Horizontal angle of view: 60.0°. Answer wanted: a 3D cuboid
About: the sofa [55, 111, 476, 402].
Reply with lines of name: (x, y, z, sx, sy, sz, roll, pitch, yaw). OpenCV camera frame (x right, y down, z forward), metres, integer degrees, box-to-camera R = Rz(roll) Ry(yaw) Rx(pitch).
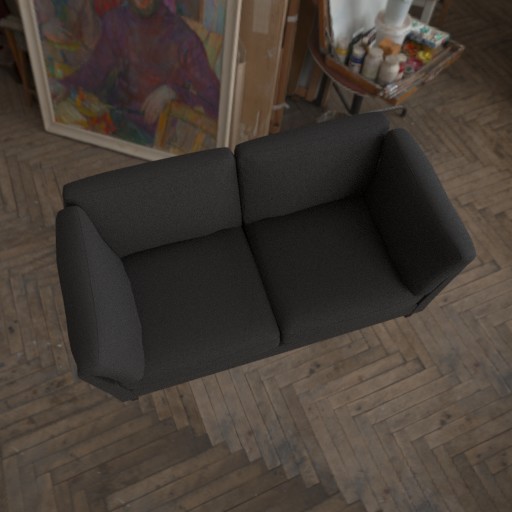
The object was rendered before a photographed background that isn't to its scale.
sofa: (0.000, 0.000, 2.281, 1.751, 0.920, 0.969, -15, 63, -8)
